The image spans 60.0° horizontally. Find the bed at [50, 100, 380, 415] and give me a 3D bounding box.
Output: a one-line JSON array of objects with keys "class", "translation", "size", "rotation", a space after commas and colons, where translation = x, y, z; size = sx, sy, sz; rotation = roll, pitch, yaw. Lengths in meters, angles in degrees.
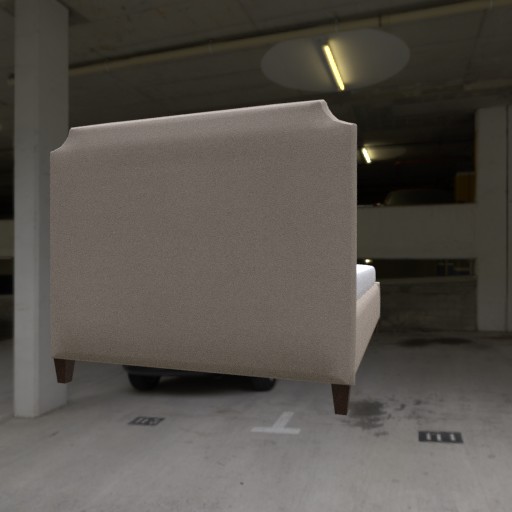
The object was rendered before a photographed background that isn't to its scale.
[{"class": "bed", "translation": [0.000, 0.000, 3.334], "size": [1.713, 1.443, 2.372], "rotation": [0, 0, 19]}]
